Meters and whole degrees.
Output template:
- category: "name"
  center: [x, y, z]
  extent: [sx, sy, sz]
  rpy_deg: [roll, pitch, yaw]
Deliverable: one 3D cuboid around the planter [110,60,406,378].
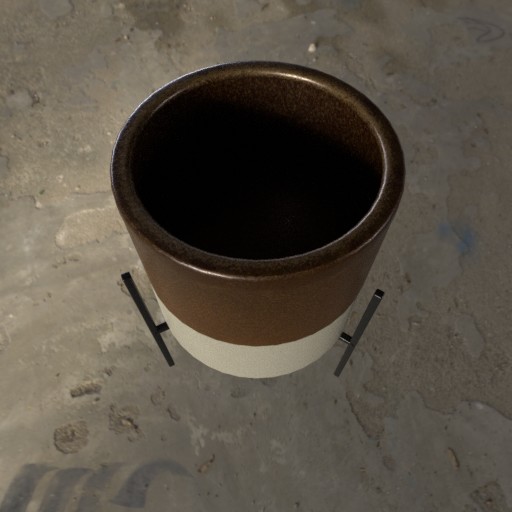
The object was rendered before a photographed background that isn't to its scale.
- category: "planter"
  center: [0.000, 0.000, 0.535]
  extent: [0.255, 0.375, 0.269]
  rpy_deg: [2, 59, 1]
